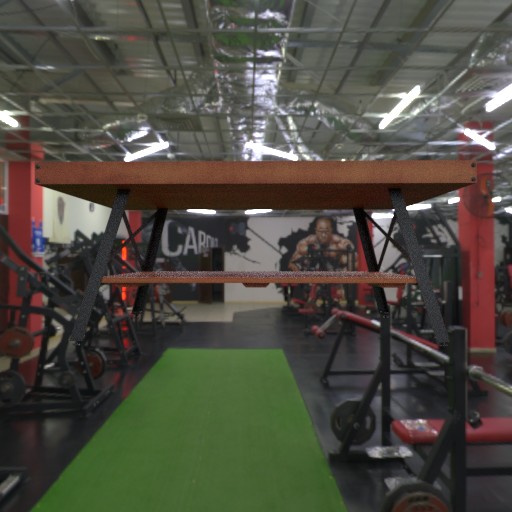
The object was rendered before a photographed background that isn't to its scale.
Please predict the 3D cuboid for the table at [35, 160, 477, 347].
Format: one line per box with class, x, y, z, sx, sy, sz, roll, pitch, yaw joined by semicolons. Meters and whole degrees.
table;0.000;0.000;1.372;1.067;0.457;0.610;0;0;1
